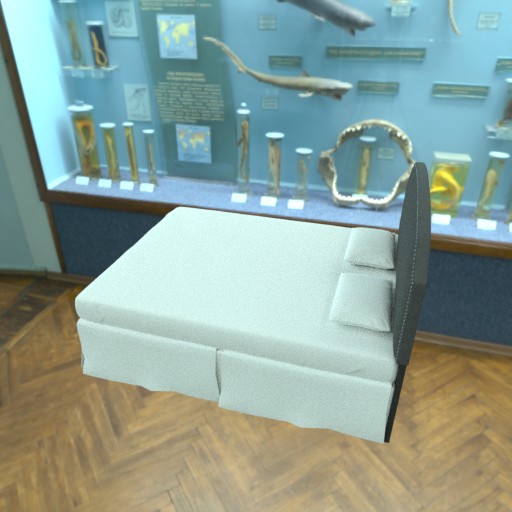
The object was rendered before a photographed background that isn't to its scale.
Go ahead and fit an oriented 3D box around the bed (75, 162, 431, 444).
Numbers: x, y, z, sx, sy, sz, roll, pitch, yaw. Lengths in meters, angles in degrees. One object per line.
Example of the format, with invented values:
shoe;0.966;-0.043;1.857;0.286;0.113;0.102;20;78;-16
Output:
bed;0.000;0.000;3.000;1.999;1.270;1.558;9;31;14
